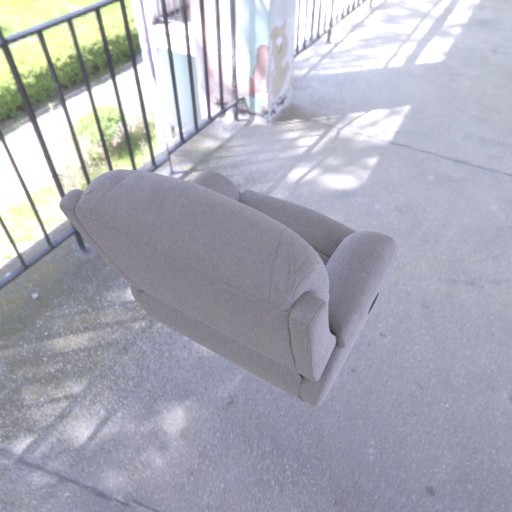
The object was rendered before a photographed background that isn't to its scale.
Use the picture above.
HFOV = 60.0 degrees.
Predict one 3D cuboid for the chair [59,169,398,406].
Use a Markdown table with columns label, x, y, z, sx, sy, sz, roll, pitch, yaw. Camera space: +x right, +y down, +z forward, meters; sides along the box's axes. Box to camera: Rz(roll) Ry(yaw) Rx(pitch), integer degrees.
| label | x | y | z | sx | sy | sz | roll | pitch | yaw |
| --- | --- | --- | --- | --- | --- | --- | --- | --- | --- |
| chair | 0.000 | 0.000 | 1.727 | 0.930 | 1.011 | 0.899 | 24 | 51 | 21 |
